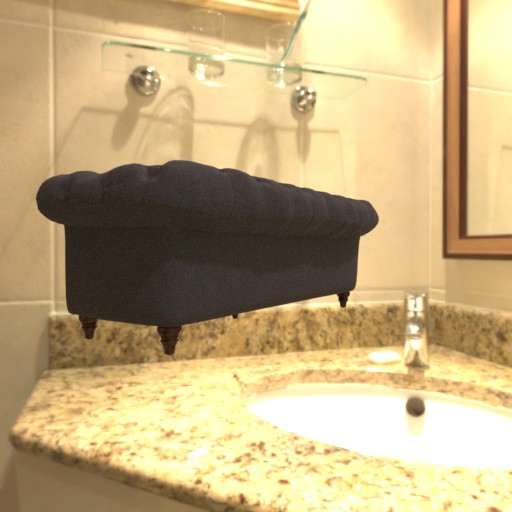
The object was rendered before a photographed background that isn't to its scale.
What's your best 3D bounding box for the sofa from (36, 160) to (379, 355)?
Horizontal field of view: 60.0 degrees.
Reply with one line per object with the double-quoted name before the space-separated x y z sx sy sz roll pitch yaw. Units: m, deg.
"sofa" 0.000 0.000 2.802 1.046 0.836 2.335 1 1 35
